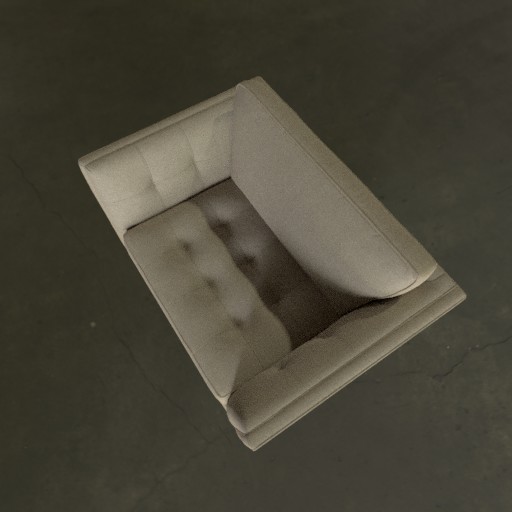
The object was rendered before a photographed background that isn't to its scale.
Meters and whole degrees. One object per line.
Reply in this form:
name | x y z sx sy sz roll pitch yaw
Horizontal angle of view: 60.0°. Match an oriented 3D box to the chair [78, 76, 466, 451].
chair | 0.000 0.000 2.040 0.965 0.940 1.397 -31 67 -15
